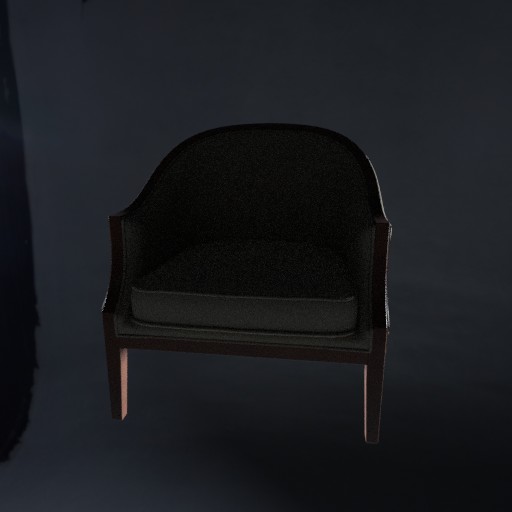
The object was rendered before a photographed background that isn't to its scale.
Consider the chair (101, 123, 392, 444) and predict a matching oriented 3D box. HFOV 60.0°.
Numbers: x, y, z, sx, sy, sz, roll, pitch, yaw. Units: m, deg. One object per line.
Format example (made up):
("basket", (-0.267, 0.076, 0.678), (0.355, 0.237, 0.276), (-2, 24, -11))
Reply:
("chair", (0.000, 0.000, 1.481), (0.803, 0.876, 0.735), (2, 15, 8))
